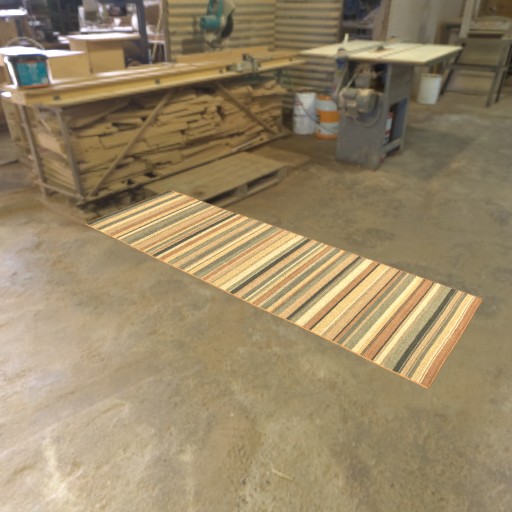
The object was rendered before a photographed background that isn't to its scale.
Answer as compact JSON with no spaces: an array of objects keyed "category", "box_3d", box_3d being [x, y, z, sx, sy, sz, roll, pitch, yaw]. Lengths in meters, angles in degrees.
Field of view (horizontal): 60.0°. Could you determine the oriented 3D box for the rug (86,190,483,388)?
[{"category":"rug","box_3d":[0.000,0.000,2.734,2.444,0.010,0.799,22,37,32]}]
